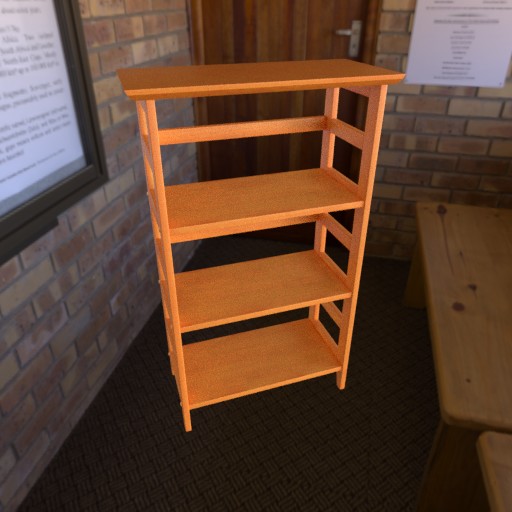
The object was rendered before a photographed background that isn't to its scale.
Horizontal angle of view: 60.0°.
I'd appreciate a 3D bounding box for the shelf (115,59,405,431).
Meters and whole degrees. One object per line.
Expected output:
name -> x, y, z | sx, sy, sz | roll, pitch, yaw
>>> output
shelf -> 0.000, 0.000, 1.375 | 0.660, 1.067, 0.305 | -10, 32, -16
